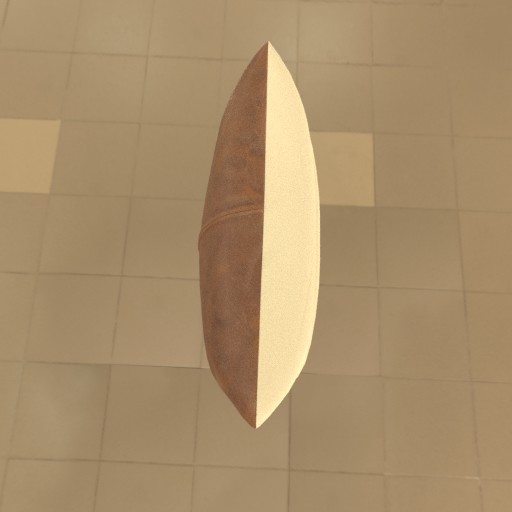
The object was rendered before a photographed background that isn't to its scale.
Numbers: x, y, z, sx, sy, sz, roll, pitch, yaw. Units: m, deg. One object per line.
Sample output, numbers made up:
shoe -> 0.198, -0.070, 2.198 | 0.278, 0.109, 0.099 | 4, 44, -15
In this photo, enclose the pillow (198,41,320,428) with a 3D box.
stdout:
pillow -> 0.000, 0.000, 0.735 | 0.192, 0.470, 0.484 | 2, 76, 0
